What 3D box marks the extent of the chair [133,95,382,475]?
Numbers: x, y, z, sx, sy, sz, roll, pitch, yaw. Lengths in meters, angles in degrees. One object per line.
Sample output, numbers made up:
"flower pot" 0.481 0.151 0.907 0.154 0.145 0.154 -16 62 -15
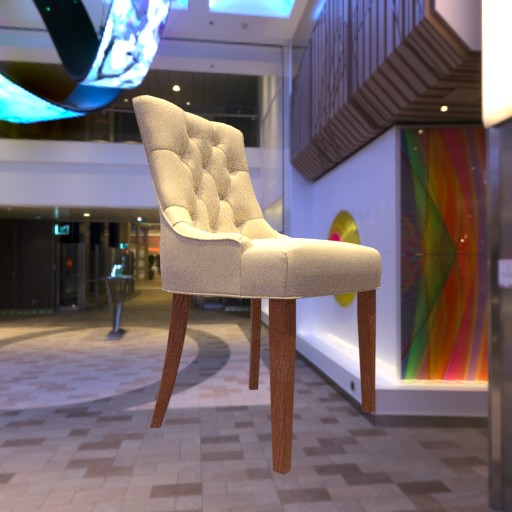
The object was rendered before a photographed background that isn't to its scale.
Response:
"chair" 0.000 0.000 1.212 0.565 0.874 0.509 -1 -1 36
